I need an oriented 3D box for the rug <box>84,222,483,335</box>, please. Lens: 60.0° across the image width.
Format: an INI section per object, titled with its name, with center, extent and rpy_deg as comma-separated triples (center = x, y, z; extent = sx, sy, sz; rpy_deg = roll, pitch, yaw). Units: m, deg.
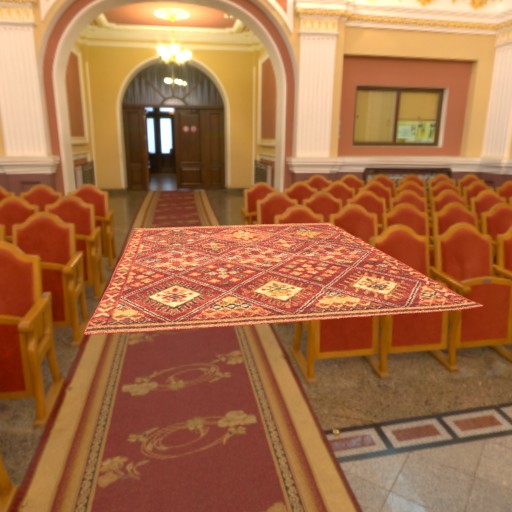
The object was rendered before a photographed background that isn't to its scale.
[rug]
center = 0.000, 0.000, 4.149
extent = 2.489, 0.030, 3.086
rpy_deg = -2, 15, -9
